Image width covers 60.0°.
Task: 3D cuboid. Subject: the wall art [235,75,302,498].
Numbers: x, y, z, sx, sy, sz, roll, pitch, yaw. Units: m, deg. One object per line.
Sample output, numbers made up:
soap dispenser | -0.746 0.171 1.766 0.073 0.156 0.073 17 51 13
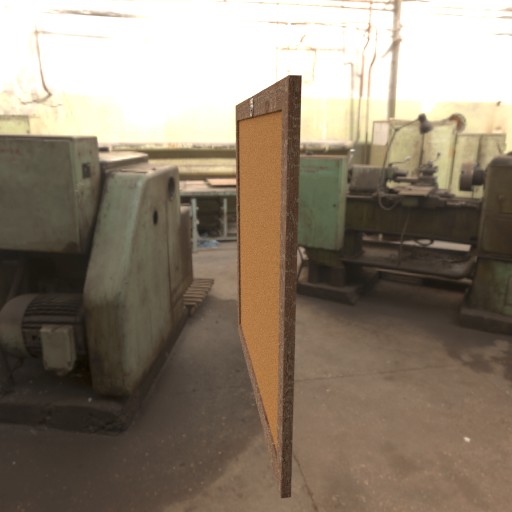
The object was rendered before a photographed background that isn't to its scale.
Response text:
wall art | 0.000 0.000 0.563 0.012 0.384 0.384 -2 16 -8
